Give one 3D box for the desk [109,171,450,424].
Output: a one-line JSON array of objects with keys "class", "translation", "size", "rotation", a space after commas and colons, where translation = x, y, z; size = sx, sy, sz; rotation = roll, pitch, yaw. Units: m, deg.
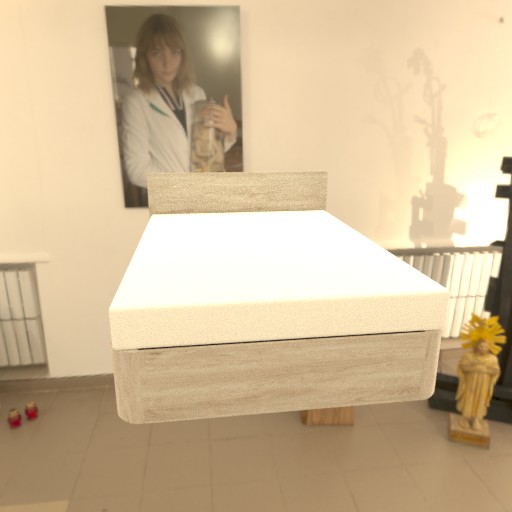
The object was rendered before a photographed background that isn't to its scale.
[{"class": "desk", "translation": [0.000, 0.000, 2.637], "size": [1.400, 0.800, 1.900], "rotation": [-2, 16, -8]}]
